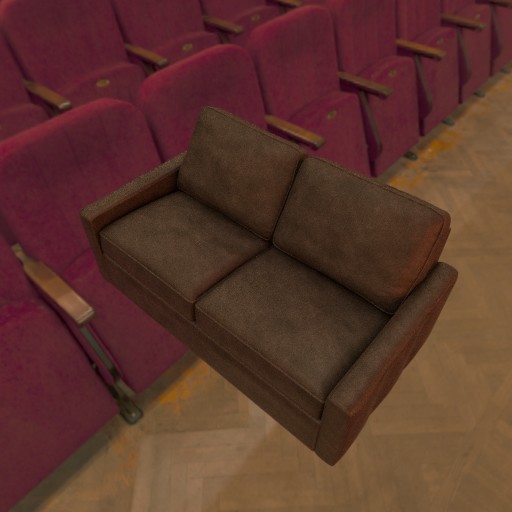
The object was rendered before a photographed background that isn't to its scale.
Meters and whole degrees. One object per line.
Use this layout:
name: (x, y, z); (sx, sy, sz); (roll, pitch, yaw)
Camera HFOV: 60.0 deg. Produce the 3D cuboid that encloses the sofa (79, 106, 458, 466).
sofa: (0.000, 0.000, 2.282); (1.732, 0.916, 0.939); (32, 54, 27)
